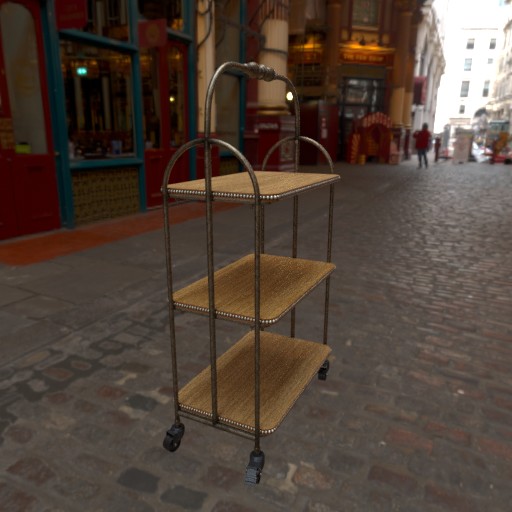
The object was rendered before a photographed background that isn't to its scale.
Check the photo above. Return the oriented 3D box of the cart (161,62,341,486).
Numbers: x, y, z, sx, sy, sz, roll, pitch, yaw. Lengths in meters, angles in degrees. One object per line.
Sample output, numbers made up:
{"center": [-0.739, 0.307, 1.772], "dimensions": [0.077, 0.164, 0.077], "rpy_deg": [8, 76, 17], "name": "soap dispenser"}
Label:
{"center": [0.000, 0.000, 1.306], "dimensions": [0.330, 1.052, 0.650], "rpy_deg": [8, 17, 26], "name": "cart"}
